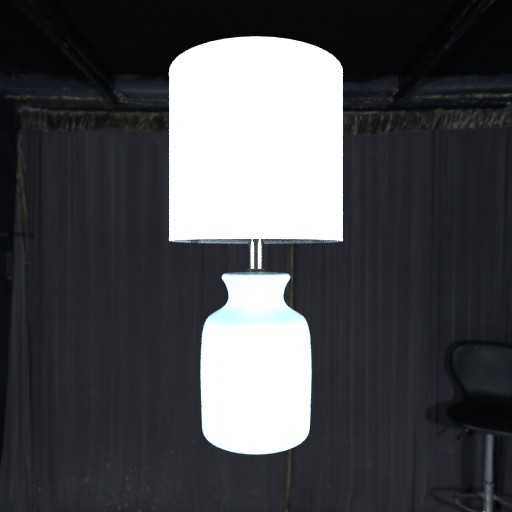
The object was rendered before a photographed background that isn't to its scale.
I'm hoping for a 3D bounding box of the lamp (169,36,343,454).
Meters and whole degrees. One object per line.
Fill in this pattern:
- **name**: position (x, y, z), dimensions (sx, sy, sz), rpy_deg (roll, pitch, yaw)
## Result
- **lamp**: position (0.000, 0.000, 1.089), dimensions (0.418, 0.871, 0.418), rpy_deg (0, 0, 0)
